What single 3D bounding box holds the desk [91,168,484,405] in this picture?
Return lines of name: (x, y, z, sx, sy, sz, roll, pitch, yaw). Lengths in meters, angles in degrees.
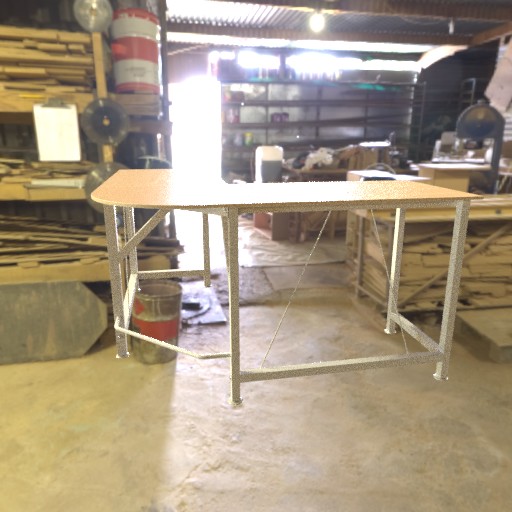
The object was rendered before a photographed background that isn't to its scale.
desk: (0.000, 0.000, 2.231, 1.400, 0.762, 1.400, -3, 16, -10)
